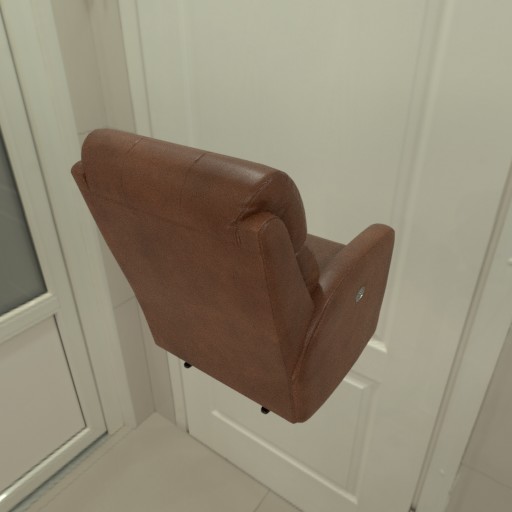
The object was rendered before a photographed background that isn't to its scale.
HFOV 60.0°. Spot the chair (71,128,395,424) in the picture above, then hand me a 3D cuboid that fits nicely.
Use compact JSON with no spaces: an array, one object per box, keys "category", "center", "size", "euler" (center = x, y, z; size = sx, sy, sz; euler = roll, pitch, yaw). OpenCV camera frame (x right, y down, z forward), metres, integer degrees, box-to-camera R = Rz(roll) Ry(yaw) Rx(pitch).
[{"category":"chair","center":[0.000,0.000,1.673],"size":[0.787,1.016,0.939],"euler":[20,36,31]}]
